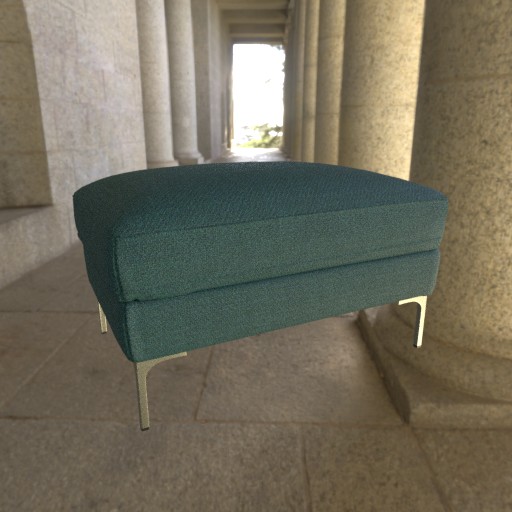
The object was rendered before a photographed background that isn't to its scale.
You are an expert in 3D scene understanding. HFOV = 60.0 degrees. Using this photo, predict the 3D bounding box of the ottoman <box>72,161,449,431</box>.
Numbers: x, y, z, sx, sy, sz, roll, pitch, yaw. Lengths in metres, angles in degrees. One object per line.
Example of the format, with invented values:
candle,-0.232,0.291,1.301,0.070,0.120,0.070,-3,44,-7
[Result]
ottoman,0.000,0.000,1.203,0.856,0.498,0.563,-8,19,-26
